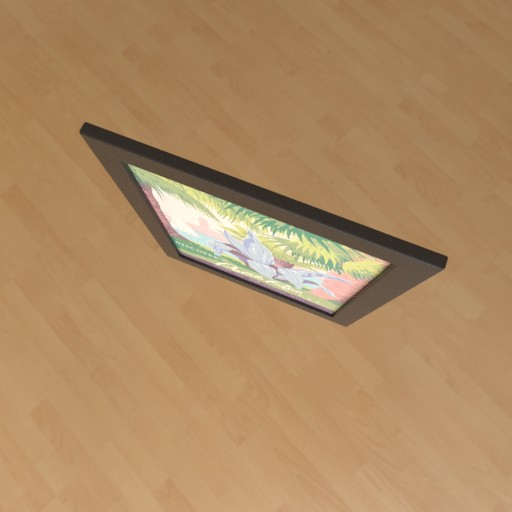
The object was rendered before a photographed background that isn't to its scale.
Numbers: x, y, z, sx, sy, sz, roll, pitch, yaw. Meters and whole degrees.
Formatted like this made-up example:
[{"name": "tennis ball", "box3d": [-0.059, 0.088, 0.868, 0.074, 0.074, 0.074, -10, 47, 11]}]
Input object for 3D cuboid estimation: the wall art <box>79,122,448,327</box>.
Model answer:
[{"name": "wall art", "box3d": [0.000, 0.000, 0.822, 0.481, 0.582, 0.018, 21, 75, 6]}]
